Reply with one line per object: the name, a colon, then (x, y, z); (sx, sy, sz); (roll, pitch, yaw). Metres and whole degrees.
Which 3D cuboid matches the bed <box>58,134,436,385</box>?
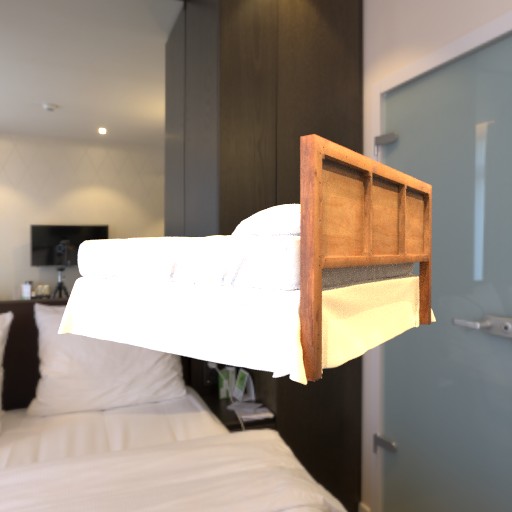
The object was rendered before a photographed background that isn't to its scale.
bed: (0.000, 0.000, 3.482); (2.165, 1.158, 2.255); (1, 1, 36)
